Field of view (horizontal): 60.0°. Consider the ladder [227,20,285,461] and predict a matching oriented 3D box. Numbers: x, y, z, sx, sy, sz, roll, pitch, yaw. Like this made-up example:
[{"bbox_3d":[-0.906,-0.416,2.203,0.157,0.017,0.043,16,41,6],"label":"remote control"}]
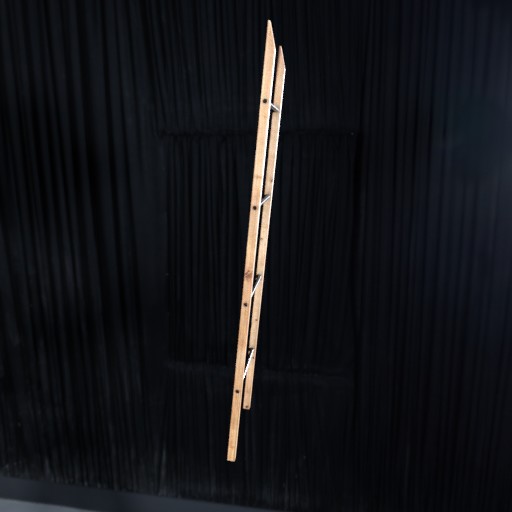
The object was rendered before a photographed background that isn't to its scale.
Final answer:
[{"bbox_3d":[0.000,0.000,1.981,0.200,1.805,0.442,2,14,8],"label":"ladder"}]
